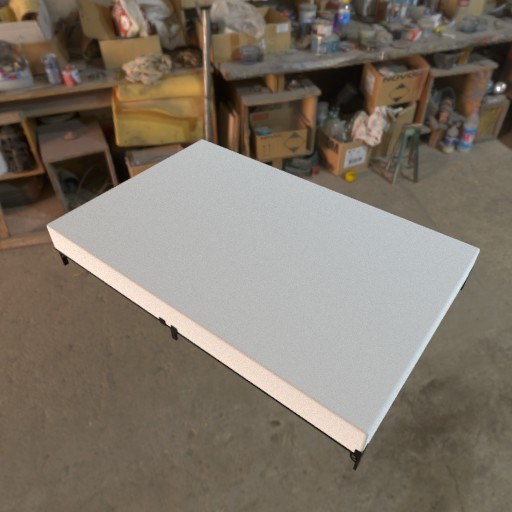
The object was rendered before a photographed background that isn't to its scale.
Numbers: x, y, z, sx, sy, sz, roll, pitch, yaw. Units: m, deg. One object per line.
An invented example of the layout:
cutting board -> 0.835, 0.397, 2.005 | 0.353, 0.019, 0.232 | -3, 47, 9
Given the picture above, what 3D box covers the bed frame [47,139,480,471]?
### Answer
bed frame -> 0.000, 0.000, 3.736 | 2.987, 0.440, 1.930 | 27, 49, 27
